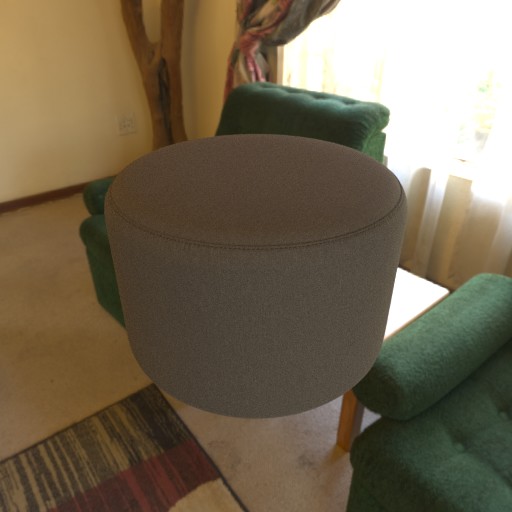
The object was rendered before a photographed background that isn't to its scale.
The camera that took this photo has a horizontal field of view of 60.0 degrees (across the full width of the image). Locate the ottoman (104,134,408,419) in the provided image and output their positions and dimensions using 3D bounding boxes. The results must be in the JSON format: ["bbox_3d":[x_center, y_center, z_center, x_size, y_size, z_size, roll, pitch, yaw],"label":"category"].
[{"bbox_3d":[0.000,0.000,1.000,0.608,0.433,0.608,0,31,0],"label":"ottoman"}]
